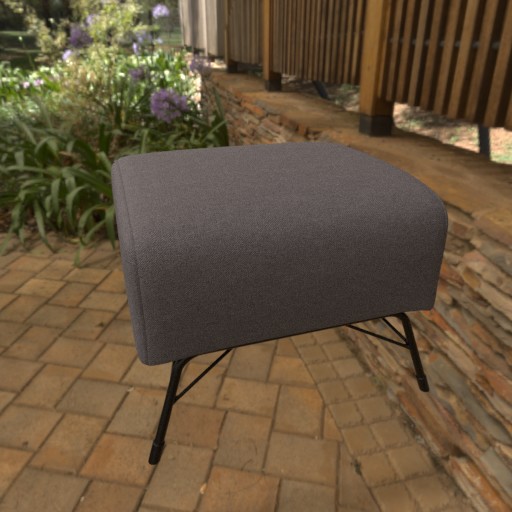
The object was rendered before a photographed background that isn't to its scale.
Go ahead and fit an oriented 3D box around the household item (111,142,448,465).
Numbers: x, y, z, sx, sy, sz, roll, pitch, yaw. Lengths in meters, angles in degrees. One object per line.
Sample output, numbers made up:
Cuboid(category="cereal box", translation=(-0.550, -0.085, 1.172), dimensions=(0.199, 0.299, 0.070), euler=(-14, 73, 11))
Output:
Cuboid(category="household item", translation=(0.000, 0.000, 0.908), dimensions=(0.530, 0.410, 0.530), euler=(-8, 27, -17))
